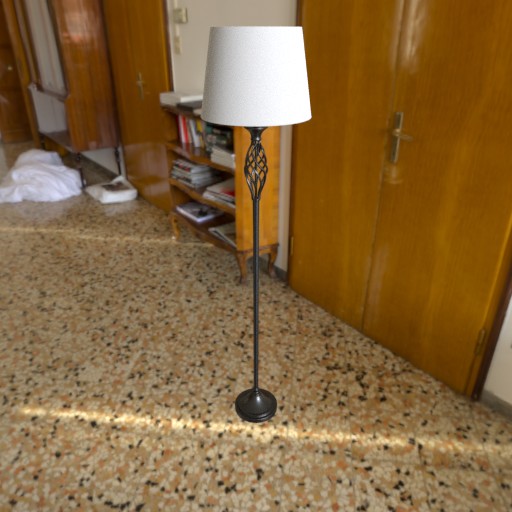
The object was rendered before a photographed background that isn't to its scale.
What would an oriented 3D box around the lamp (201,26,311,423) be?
[{"bbox_3d":[0.000,0.000,1.768,0.379,1.623,0.379,0,27,0],"label":"lamp"}]
